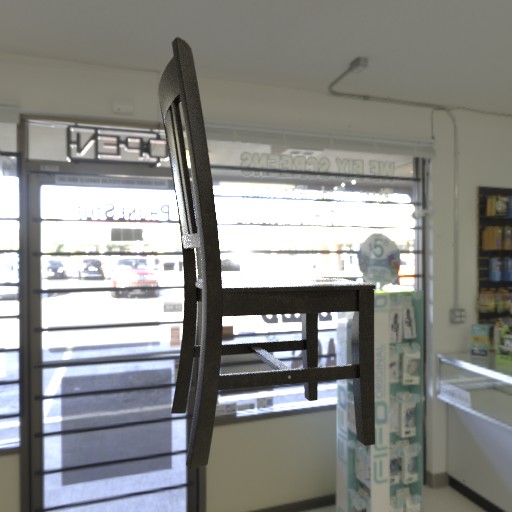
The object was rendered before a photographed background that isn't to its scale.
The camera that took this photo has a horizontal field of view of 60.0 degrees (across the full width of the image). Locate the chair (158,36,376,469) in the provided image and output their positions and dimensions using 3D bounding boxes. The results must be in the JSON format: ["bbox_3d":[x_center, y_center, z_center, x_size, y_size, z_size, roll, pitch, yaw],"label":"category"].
[{"bbox_3d":[0.000,0.000,1.292,0.555,0.998,0.450,0,0,-16],"label":"chair"}]
